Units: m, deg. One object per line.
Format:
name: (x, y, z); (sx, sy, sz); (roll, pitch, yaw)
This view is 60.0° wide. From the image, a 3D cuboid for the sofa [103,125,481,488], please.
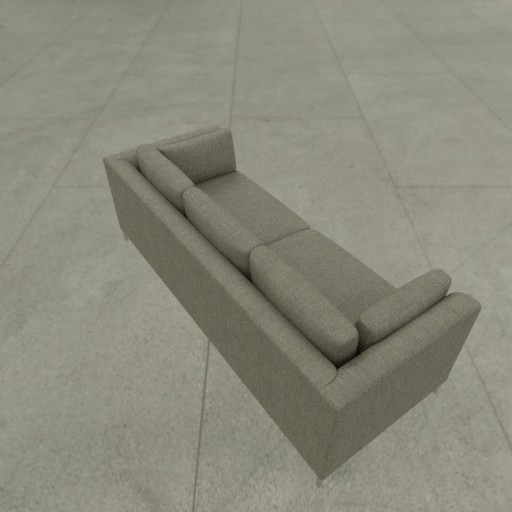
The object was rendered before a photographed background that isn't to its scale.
sofa: (0.000, 0.000, 2.832); (0.969, 0.867, 2.415); (-25, 47, -26)
